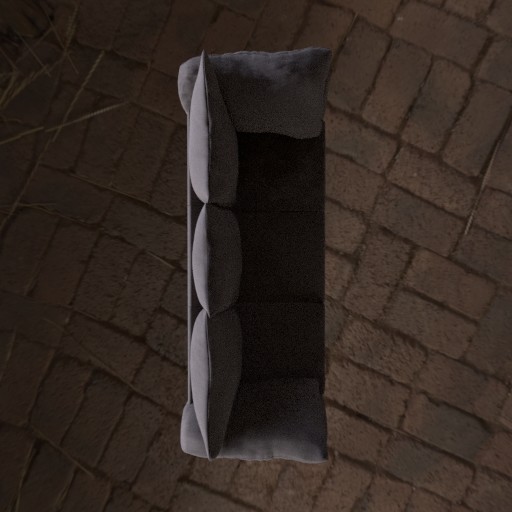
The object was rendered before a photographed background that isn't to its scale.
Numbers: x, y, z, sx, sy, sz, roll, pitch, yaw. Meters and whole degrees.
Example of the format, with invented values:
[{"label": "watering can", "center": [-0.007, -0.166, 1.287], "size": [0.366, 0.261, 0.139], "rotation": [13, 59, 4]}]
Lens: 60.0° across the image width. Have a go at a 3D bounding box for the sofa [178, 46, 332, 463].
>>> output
[{"label": "sofa", "center": [0.000, 0.000, 2.798], "size": [0.893, 0.981, 2.377], "rotation": [0, 91, 0]}]
